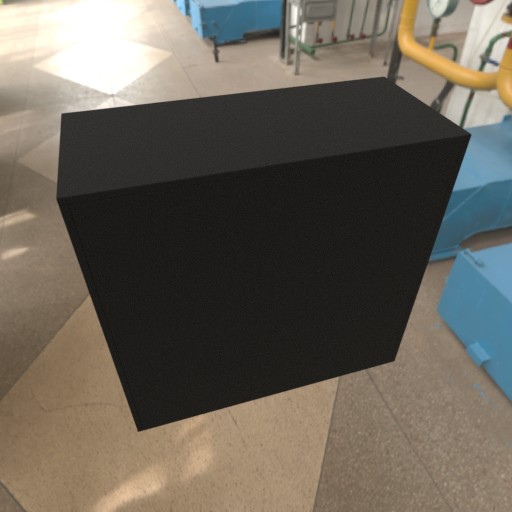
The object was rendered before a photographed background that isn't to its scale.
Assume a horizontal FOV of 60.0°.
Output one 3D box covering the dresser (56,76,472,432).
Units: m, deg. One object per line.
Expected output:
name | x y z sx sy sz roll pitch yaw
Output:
dresser | 0.000 0.000 1.126 0.750 0.720 0.360 -11 42 -13
